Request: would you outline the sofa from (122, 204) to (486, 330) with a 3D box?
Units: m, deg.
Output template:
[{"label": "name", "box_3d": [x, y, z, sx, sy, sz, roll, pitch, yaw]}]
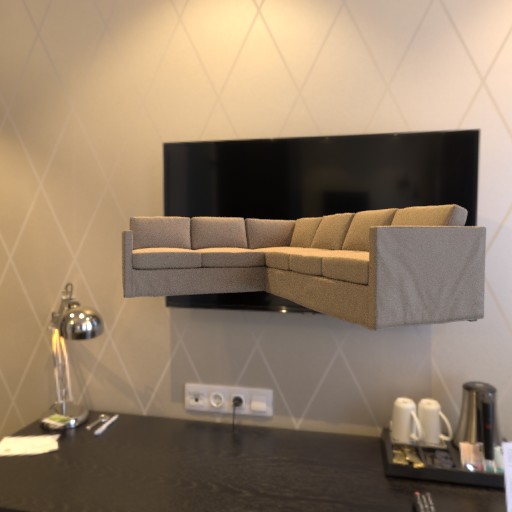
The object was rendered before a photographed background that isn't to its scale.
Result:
[{"label": "sofa", "box_3d": [0.000, 0.000, 4.282, 2.432, 0.871, 3.182, -1, 2, -18]}]
